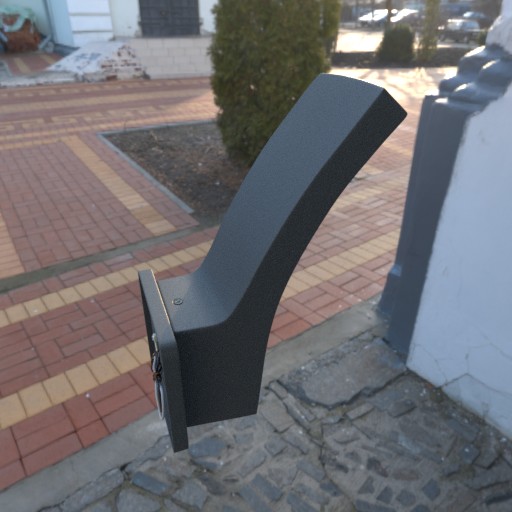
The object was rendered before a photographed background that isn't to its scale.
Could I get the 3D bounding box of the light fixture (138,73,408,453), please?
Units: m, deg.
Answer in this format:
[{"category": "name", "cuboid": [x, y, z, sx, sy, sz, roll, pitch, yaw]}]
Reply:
[{"category": "light fixture", "cuboid": [0.000, 0.000, 0.329, 0.174, 0.243, 0.108, -10, 30, -18]}]
